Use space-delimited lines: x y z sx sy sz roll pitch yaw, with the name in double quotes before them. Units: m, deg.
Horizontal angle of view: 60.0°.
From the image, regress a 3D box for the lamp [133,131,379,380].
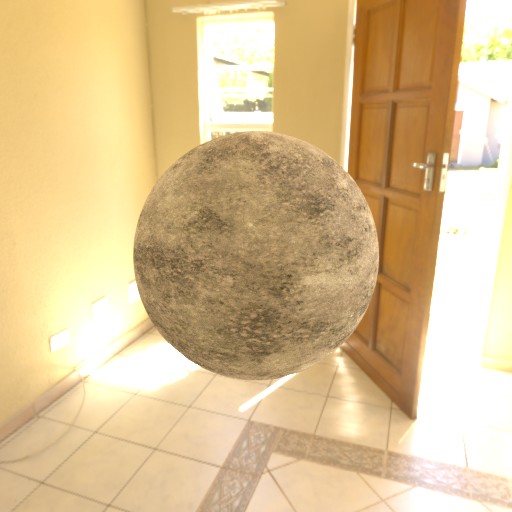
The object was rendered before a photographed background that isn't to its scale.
"lamp" 0.000 0.000 0.789 0.422 0.429 0.422 0 17 0
